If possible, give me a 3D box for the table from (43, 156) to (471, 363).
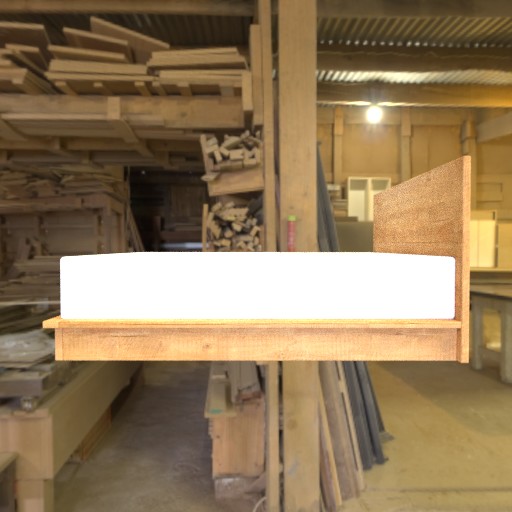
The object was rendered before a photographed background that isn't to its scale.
[{"bbox_3d":[0.000,0.000,3.077,2.149,1.041,1.707,0,1,0],"label":"table"}]
